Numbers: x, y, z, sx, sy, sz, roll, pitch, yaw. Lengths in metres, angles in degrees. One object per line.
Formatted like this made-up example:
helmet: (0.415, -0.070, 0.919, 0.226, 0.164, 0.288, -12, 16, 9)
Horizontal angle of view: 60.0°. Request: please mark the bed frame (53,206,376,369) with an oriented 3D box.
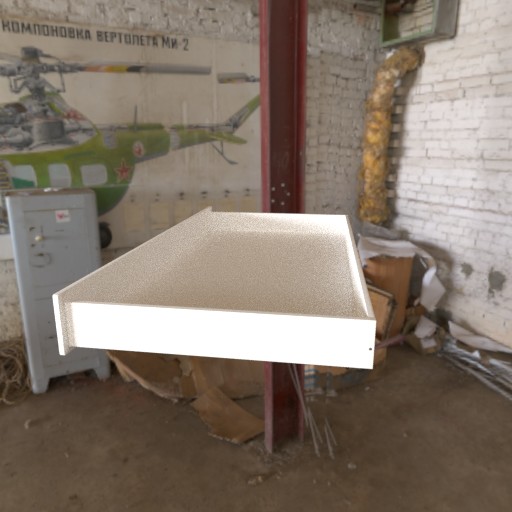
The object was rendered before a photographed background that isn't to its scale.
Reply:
bed frame: (0.000, 0.000, 1.525, 0.670, 0.141, 1.300, 2, 15, 9)
